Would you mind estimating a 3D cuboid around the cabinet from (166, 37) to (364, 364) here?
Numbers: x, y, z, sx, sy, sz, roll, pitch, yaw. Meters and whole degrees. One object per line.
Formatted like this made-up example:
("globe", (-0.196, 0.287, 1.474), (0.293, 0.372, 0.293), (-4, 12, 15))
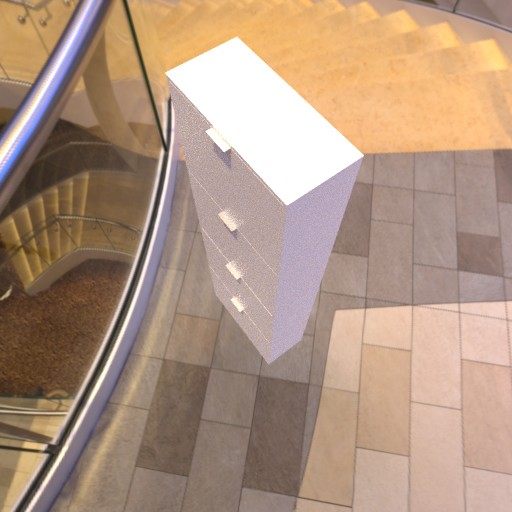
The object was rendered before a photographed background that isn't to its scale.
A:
("cabinet", (0.000, 0.000, 1.849), (0.255, 1.630, 0.520), (-34, 69, -15))
